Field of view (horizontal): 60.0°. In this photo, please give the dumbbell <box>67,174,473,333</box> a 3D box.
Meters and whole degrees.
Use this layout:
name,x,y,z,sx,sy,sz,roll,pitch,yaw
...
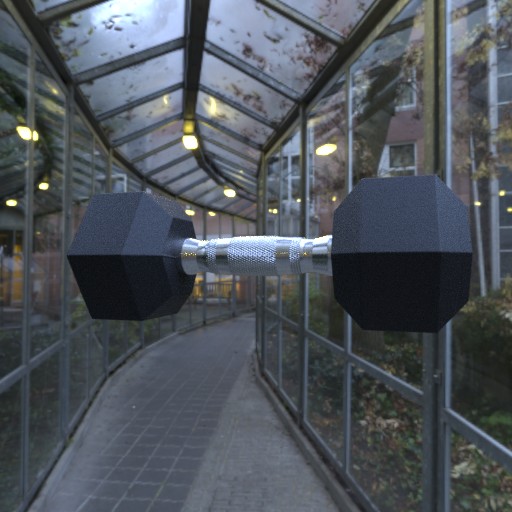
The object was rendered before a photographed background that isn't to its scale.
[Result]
name,x,y,z,sx,sy,sz,roll,pitch,yaw
dumbbell,0.000,0.000,0.317,0.272,0.092,0.106,0,-2,17
